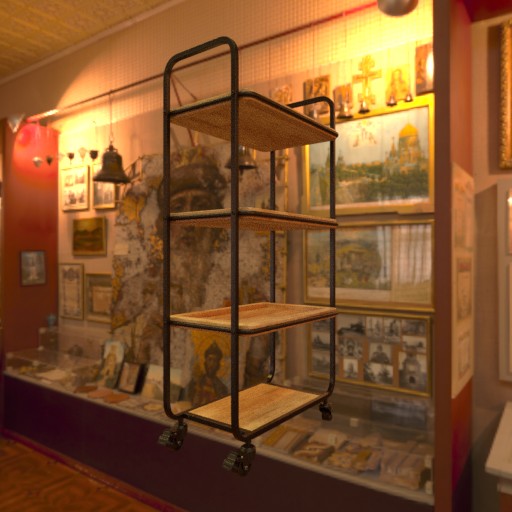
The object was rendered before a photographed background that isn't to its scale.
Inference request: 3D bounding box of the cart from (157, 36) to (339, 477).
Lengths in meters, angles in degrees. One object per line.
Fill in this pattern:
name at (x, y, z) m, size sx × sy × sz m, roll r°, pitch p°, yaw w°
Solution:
cart at (0.000, 0.000, 1.340) m, size 0.321 × 1.080 × 0.545 m, roll 0°, pitch 0°, yaw 37°
